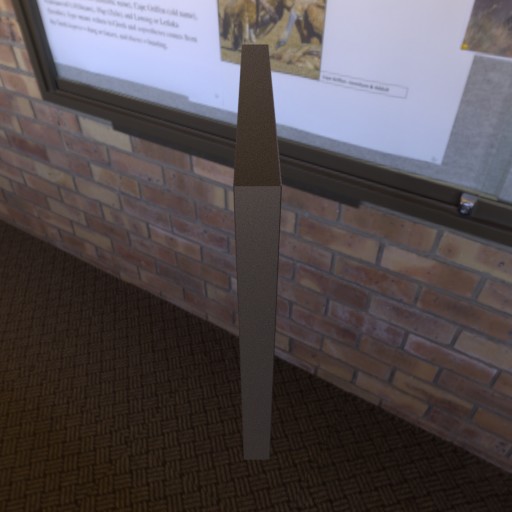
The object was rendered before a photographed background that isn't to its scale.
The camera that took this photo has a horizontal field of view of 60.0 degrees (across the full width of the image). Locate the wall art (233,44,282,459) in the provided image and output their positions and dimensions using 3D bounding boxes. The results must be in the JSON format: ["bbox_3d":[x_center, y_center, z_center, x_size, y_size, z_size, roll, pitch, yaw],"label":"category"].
[{"bbox_3d":[0.000,0.000,0.504,0.030,0.369,0.294,0,41,0],"label":"wall art"}]
